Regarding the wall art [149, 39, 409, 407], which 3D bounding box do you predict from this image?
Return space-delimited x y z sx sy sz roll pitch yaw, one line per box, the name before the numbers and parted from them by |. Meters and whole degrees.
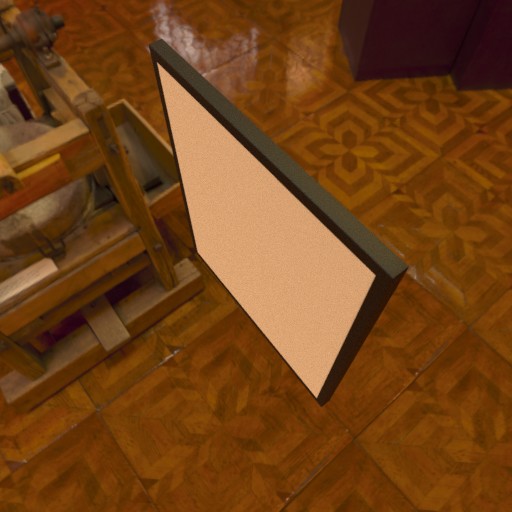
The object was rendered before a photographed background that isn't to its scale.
wall art | 0.000 0.000 0.703 0.021 0.509 0.430 -33 64 -18
